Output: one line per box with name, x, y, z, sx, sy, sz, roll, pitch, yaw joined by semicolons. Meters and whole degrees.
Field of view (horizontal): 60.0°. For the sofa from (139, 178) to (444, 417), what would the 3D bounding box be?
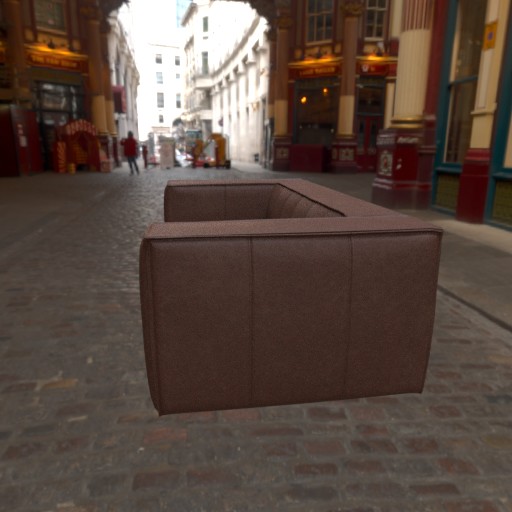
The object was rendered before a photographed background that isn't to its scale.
sofa;0.000;0.000;2.526;1.102;0.703;2.088;-2;15;-8
